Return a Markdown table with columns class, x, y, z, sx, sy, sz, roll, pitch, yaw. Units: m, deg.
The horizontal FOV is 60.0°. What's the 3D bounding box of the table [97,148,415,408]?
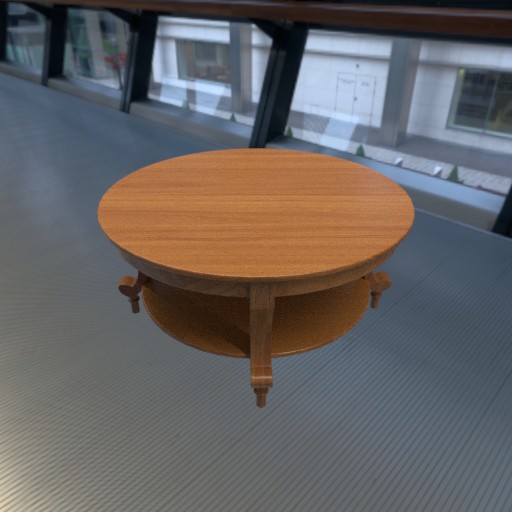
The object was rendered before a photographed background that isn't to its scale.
| class | x | y | z | sx | sy | sz | roll | pitch | yaw |
| --- | --- | --- | --- | --- | --- | --- | --- | --- | --- |
| table | 0.000 | 0.000 | 1.620 | 1.029 | 0.490 | 1.029 | 0 | 31 | 0 |
